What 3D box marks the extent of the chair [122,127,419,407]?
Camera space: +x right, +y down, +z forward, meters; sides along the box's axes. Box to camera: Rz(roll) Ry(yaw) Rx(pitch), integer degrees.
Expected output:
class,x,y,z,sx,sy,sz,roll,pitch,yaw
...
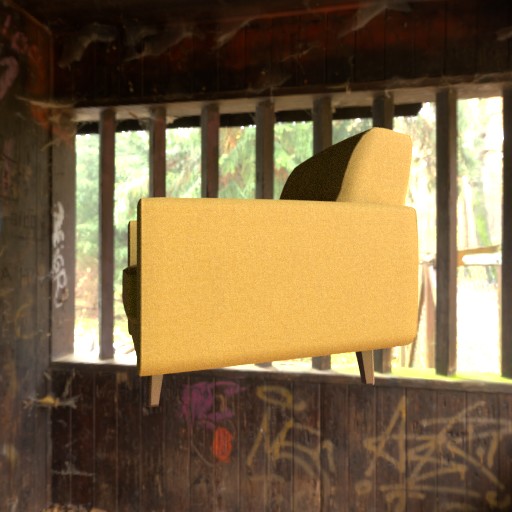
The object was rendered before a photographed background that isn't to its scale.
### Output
class,x,y,z,sx,sy,sz,roll,pitch,yaw
chair,0.000,0.000,1.593,0.909,0.841,0.831,0,0,-18
